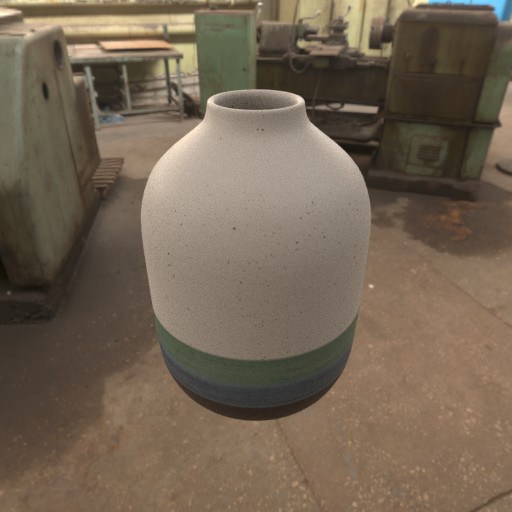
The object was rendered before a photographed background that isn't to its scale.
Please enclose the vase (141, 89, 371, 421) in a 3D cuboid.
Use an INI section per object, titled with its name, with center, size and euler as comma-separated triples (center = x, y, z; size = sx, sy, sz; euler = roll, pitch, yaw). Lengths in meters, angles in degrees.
[vase]
center = 0.000, 0.000, 0.352
size = 0.169, 0.240, 0.169
euler = 0, 32, 0
